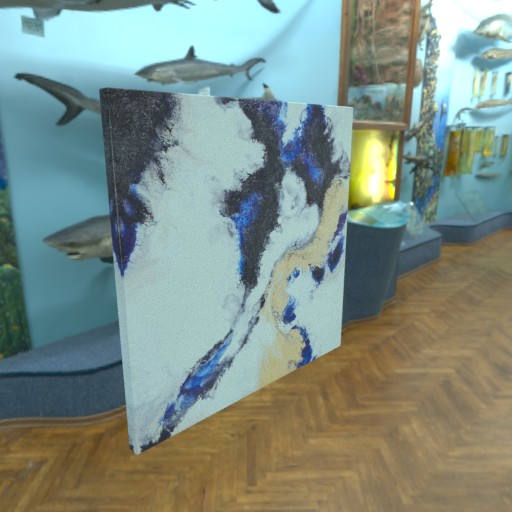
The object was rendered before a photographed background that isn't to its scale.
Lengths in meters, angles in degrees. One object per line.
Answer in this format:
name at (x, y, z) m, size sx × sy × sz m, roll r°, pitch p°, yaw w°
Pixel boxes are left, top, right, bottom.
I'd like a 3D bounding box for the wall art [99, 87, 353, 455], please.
wall art at (0.000, 0.000, 1.330) m, size 0.887 × 0.885 × 0.038 m, roll -14°, pitch 20°, yaw -42°
